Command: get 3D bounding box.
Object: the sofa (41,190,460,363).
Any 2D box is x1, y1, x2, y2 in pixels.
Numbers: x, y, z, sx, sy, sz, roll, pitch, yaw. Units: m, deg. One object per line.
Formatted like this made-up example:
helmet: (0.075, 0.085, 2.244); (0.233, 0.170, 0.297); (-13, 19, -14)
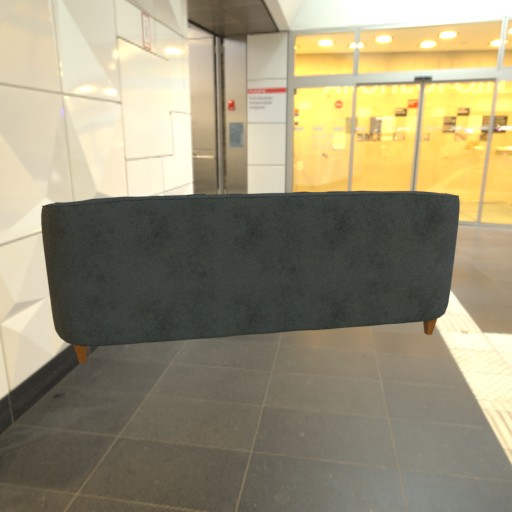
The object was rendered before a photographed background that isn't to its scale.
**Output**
sofa: (0.000, 0.000, 2.679); (2.278, 0.855, 0.941); (-3, 15, -10)
